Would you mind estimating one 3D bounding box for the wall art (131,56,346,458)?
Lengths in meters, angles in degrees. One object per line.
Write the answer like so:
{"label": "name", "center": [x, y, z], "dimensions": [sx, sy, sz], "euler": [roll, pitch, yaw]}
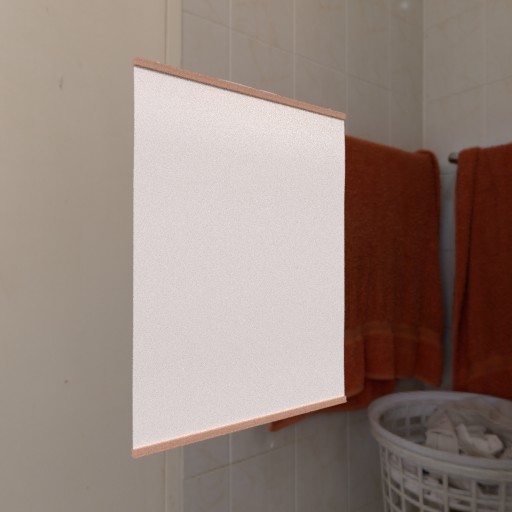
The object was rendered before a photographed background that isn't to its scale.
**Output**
{"label": "wall art", "center": [0.000, 0.000, 1.336], "dimensions": [0.758, 1.013, 0.020], "euler": [0, -1, -35]}
